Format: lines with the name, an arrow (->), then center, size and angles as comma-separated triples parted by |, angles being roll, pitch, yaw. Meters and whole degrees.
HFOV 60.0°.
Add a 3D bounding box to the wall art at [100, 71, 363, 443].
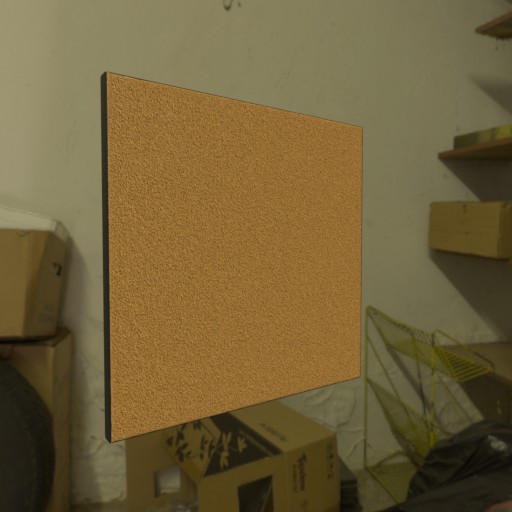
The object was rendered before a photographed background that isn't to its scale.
wall art -> 0.000, 0.000, 0.677 | 0.456, 0.453, 0.022 | -2, 3, -35
